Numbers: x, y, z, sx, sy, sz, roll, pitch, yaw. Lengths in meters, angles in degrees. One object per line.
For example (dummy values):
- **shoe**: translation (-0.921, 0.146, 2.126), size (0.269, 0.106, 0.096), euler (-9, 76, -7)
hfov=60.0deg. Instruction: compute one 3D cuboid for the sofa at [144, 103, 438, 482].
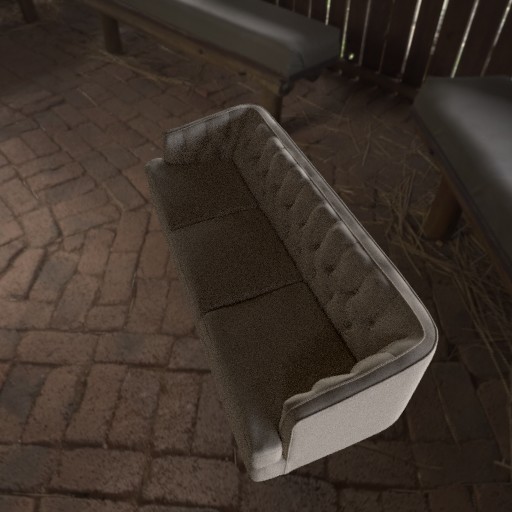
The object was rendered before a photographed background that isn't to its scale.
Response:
- **sofa**: translation (0.000, 0.000, 2.637), size (0.913, 0.788, 2.235), euler (-16, 48, -14)
